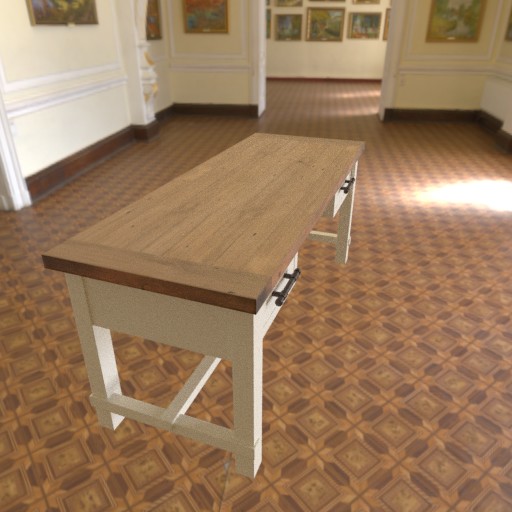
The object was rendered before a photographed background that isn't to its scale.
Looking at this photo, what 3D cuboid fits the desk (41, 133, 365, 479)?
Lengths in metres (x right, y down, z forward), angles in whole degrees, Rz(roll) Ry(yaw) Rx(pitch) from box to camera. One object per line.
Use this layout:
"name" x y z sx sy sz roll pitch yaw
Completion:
"desk" 0.000 0.000 2.141 0.688 0.762 1.803 10 29 18
